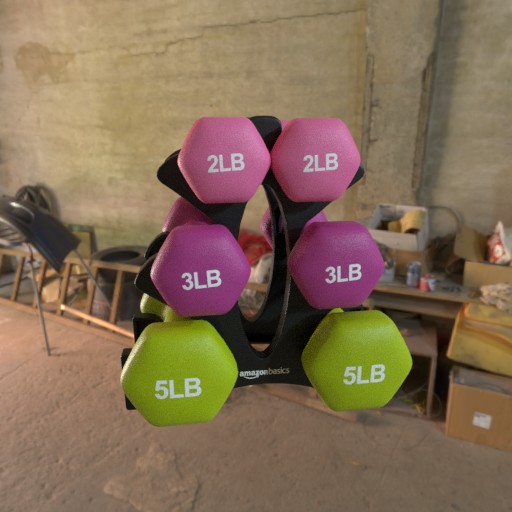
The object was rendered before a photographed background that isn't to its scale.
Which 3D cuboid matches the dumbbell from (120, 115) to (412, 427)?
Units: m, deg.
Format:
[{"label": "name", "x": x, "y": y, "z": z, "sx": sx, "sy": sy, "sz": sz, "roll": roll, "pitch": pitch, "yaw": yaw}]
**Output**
[{"label": "dumbbell", "x": 0.000, "y": 0.000, "z": 0.435, "sx": 0.257, "sy": 0.261, "sz": 0.203, "roll": -2, "pitch": 17, "yaw": -7}]
